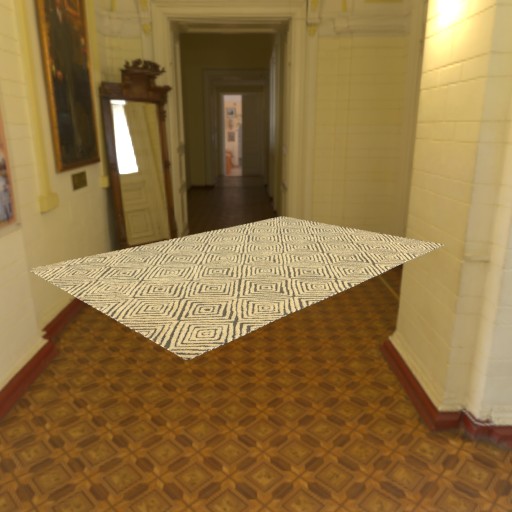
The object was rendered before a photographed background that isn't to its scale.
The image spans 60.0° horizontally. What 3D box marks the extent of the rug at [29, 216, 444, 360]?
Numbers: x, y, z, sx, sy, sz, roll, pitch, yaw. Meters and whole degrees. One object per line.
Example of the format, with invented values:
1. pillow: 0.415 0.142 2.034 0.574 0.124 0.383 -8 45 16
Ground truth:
1. rug: 0.000 0.000 2.213 1.177 0.004 1.750 15 22 42
